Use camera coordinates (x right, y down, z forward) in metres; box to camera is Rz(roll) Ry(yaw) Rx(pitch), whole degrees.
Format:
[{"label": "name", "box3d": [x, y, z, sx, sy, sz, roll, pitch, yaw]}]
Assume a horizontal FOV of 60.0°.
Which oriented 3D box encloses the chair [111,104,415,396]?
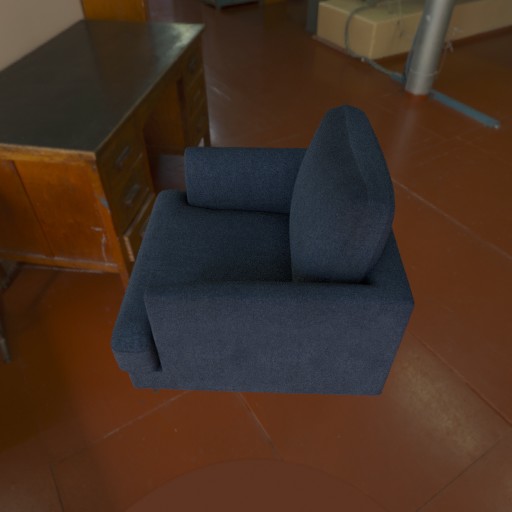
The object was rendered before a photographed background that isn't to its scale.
[{"label": "chair", "box3d": [0.000, 0.000, 1.654, 0.899, 0.957, 0.858, 1, 44, 1]}]
